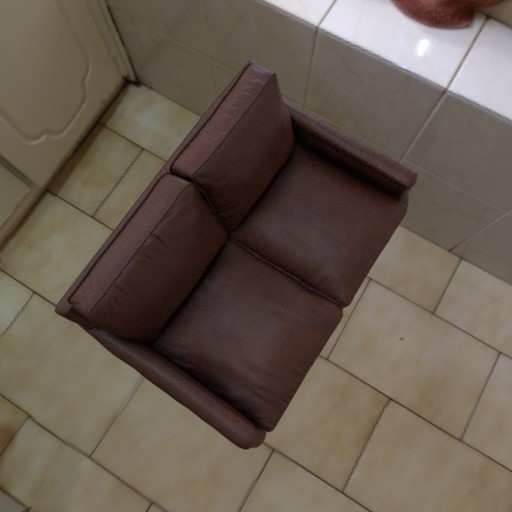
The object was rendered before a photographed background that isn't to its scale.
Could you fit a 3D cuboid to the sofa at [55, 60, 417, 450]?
[{"bbox_3d":[0.000,0.000,2.291,1.083,1.003,1.628,33,77,8],"label":"sofa"}]
